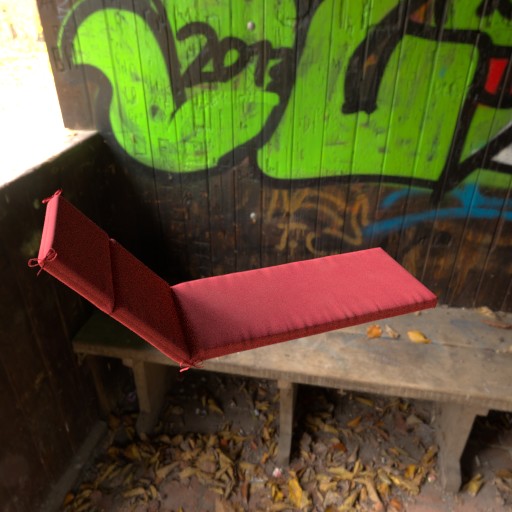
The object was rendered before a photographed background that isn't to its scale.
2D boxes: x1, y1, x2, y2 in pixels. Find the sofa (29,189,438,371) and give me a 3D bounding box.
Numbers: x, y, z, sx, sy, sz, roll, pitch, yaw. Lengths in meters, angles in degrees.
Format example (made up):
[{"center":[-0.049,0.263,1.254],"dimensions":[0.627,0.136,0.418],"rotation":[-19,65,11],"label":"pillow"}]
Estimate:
[{"center":[0.000,0.000,1.954],"dimensions":[1.663,0.622,0.582],"rotation":[-10,32,-16],"label":"sofa"}]
